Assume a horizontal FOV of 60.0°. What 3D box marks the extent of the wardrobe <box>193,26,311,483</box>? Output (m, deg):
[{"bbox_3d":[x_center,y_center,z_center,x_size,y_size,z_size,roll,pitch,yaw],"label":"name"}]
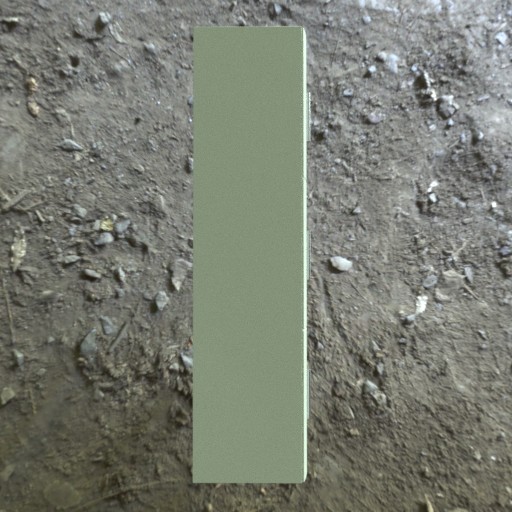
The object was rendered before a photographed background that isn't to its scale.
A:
[{"bbox_3d":[0.000,0.000,1.900,0.360,1.200,1.340,0,89,0],"label":"wardrobe"}]
